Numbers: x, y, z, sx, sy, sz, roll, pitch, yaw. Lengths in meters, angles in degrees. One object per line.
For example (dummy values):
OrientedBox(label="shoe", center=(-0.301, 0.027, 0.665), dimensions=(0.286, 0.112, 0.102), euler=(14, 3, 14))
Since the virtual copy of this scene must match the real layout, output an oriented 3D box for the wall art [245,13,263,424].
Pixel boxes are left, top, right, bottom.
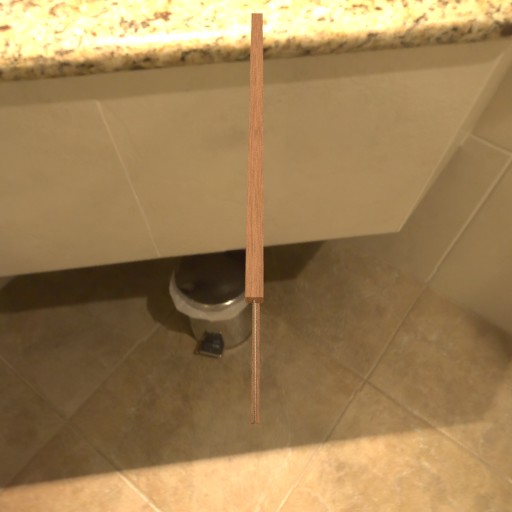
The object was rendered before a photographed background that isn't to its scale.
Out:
OrientedBox(label="wall art", center=(0.000, 0.000, 1.311), dimensions=(0.028, 1.016, 0.765), euler=(0, 59, 0))
